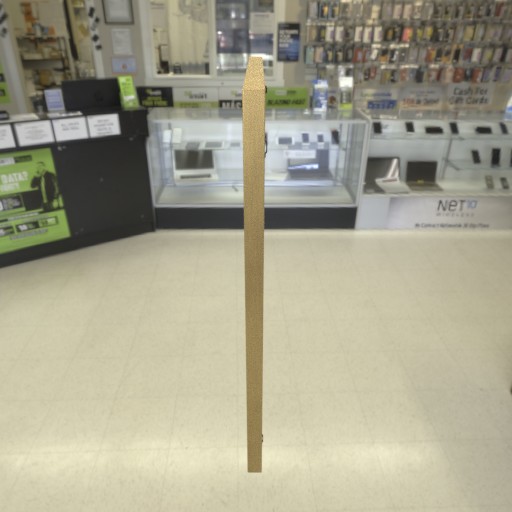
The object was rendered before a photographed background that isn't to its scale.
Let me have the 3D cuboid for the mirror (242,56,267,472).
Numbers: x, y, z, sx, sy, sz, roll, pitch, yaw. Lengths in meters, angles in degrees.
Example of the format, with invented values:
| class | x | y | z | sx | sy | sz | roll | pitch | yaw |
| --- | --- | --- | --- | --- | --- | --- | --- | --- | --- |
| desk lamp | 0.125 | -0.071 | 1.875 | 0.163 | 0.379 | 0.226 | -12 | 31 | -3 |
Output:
| class | x | y | z | sx | sy | sz | roll | pitch | yaw |
| --- | --- | --- | --- | --- | --- | --- | --- | --- | --- |
| mirror | 0.000 | 0.000 | 1.168 | 0.040 | 0.915 | 0.609 | 0 | 29 | 0 |
